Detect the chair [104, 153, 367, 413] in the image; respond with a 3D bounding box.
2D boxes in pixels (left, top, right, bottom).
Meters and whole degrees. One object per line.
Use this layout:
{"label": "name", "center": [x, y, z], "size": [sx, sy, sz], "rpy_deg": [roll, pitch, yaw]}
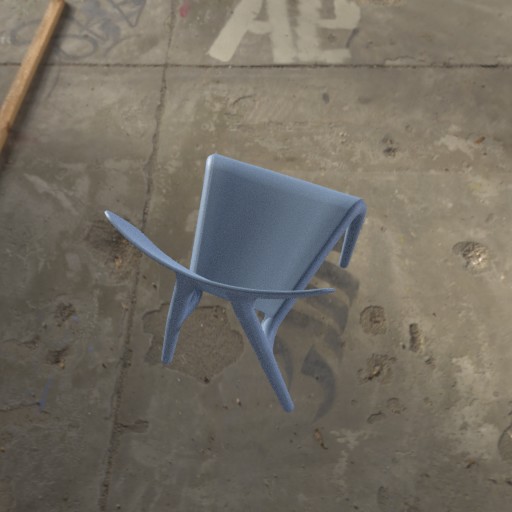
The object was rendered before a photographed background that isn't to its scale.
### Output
{"label": "chair", "center": [0.000, 0.000, 0.814], "size": [0.356, 0.580, 0.401], "rpy_deg": [19, 66, 9]}
